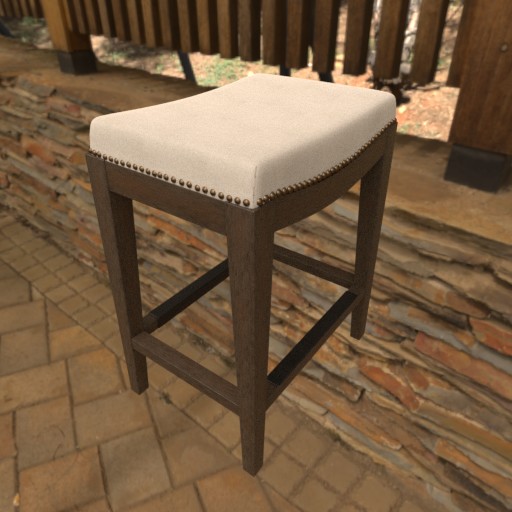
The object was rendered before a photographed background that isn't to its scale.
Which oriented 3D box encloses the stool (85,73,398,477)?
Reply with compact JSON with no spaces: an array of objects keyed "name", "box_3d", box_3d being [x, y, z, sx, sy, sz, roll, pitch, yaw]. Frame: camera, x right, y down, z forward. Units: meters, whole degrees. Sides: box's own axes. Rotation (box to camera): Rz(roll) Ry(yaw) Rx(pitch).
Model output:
[{"name":"stool","box_3d":[0.000,0.000,0.949,0.361,0.642,0.500,22,39,30]}]
